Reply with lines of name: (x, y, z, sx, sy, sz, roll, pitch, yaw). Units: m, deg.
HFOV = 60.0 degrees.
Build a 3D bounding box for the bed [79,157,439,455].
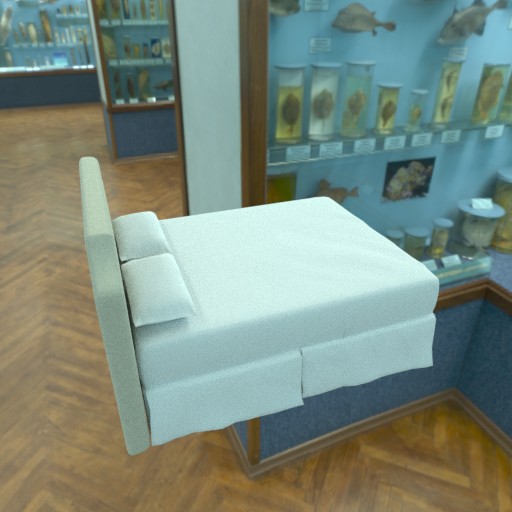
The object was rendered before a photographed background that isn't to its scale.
bed: (0.000, 0.000, 3.132, 2.116, 1.290, 1.693, -10, 31, -18)
